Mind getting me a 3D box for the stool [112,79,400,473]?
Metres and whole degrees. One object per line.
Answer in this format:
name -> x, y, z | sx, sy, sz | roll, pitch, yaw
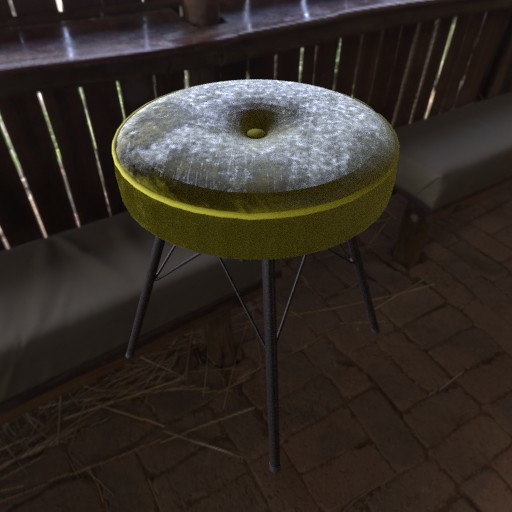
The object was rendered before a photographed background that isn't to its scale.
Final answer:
stool -> 0.000, 0.000, 0.799 | 0.409, 0.508, 0.409 | 28, 49, 27
